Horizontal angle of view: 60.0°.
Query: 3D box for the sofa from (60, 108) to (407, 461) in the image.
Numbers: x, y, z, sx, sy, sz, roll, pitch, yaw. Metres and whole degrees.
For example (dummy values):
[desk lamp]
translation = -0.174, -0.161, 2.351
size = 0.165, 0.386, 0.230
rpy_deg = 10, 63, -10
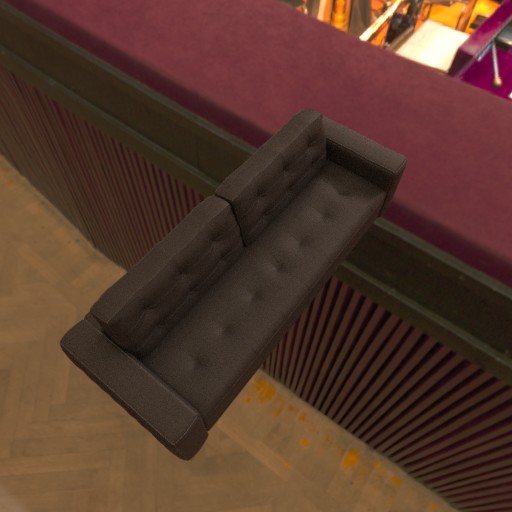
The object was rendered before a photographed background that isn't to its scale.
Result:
[sofa]
translation = 0.000, 0.000, 2.737
size = 0.833, 0.893, 2.275
rpy_deg = 33, 64, 19
